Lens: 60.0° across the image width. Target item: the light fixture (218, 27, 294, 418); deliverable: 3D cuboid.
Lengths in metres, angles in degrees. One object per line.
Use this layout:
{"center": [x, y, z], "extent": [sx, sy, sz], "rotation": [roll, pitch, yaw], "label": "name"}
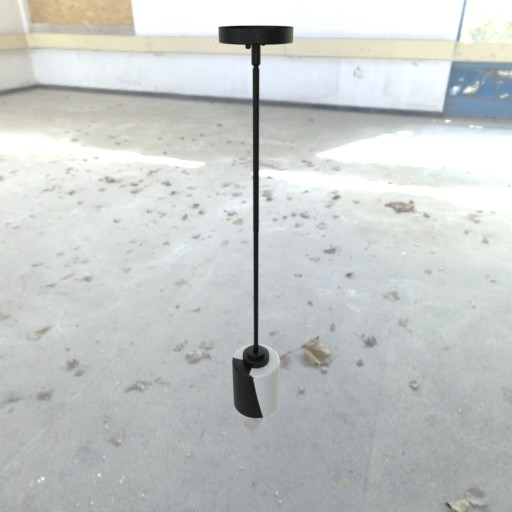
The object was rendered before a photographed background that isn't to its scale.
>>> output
{"center": [0.000, 0.000, 0.939], "extent": [0.123, 0.863, 0.123], "rotation": [11, 31, 18], "label": "light fixture"}
